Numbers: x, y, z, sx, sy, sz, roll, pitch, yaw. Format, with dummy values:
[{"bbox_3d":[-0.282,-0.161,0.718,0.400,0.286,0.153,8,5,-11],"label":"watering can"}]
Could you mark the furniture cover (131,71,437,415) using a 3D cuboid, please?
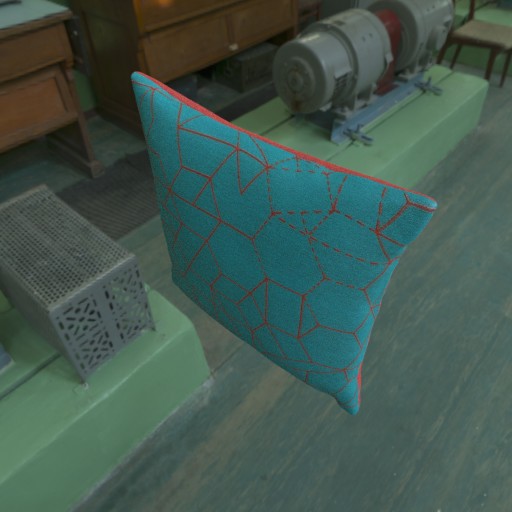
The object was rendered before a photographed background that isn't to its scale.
[{"bbox_3d":[0.000,0.000,0.775,0.517,0.508,0.158,31,53,27],"label":"furniture cover"}]
